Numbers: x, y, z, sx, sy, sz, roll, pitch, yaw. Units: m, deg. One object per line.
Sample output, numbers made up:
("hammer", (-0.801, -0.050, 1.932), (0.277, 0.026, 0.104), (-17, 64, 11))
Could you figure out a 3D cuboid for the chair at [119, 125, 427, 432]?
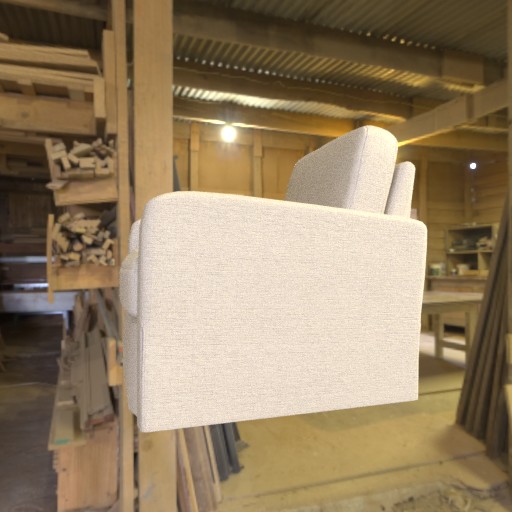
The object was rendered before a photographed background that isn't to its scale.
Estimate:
("chair", (0.000, 0.000, 1.510), (0.888, 0.827, 0.755), (0, 0, -18))
